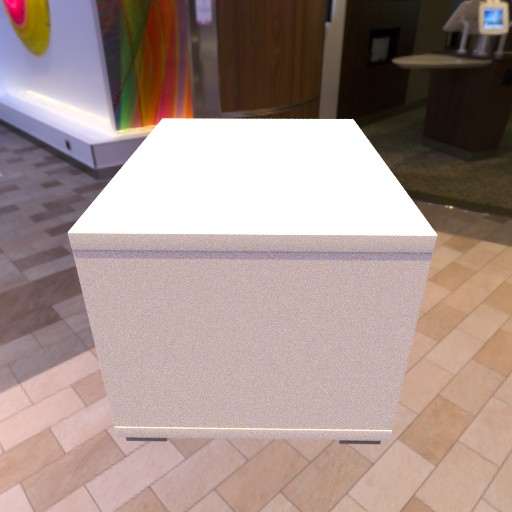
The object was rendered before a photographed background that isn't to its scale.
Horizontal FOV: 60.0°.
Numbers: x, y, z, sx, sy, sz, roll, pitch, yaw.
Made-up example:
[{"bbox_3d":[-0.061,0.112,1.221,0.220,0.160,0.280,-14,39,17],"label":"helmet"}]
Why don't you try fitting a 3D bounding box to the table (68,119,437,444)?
[{"bbox_3d":[0.000,0.000,0.788,0.399,0.357,0.517,0,30,1],"label":"table"}]
